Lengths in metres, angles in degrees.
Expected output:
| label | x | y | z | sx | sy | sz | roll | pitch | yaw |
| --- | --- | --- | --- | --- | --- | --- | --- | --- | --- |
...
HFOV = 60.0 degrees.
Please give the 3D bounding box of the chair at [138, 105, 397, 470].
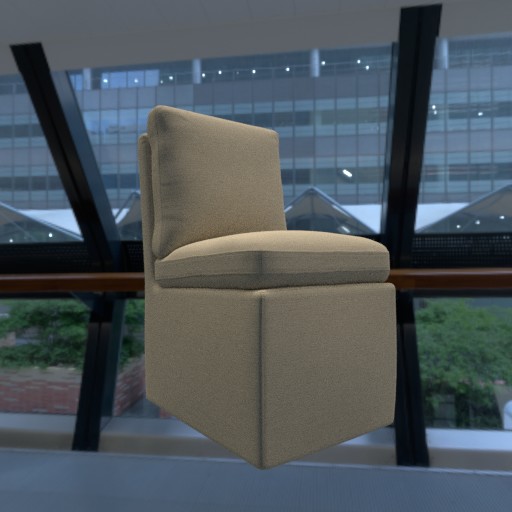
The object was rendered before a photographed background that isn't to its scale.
| label | x | y | z | sx | sy | sz | roll | pitch | yaw |
| --- | --- | --- | --- | --- | --- | --- | --- | --- | --- |
| chair | 0.000 | 0.000 | 1.340 | 0.503 | 0.927 | 0.698 | 0 | 0 | -37 |
